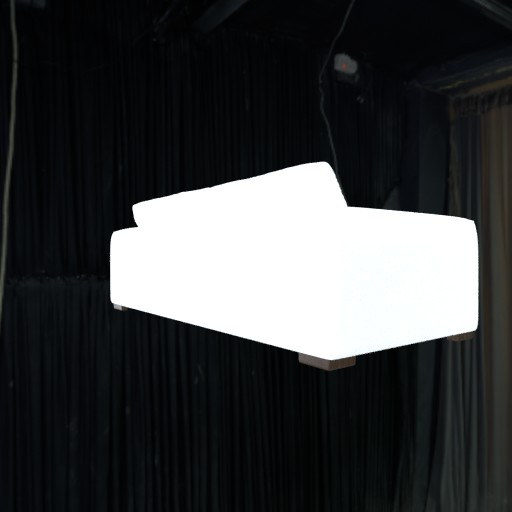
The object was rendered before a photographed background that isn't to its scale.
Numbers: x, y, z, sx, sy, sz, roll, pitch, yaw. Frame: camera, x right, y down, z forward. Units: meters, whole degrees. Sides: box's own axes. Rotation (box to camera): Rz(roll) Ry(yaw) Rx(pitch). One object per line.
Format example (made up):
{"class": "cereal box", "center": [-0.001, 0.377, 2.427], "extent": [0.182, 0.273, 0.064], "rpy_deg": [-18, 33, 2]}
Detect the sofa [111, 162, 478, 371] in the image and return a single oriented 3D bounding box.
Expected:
{"class": "sofa", "center": [0.000, 0.000, 2.732], "extent": [1.070, 0.801, 2.262], "rpy_deg": [0, 0, -37]}
